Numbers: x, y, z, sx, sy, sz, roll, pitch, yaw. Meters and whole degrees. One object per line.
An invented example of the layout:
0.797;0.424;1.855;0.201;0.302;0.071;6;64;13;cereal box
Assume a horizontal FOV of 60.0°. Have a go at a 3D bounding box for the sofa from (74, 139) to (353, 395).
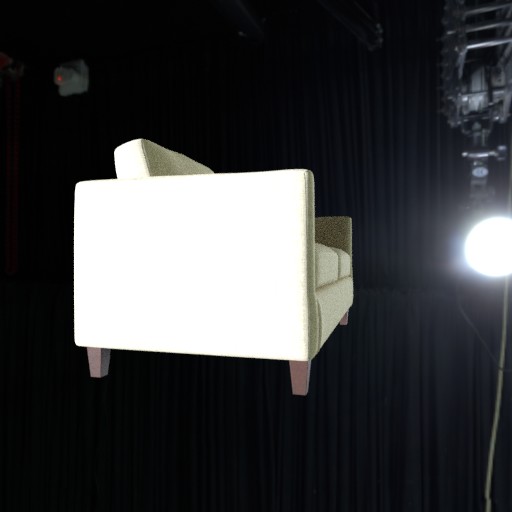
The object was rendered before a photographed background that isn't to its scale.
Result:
0.000;0.000;2.456;0.950;0.963;1.884;0;0;16;sofa
